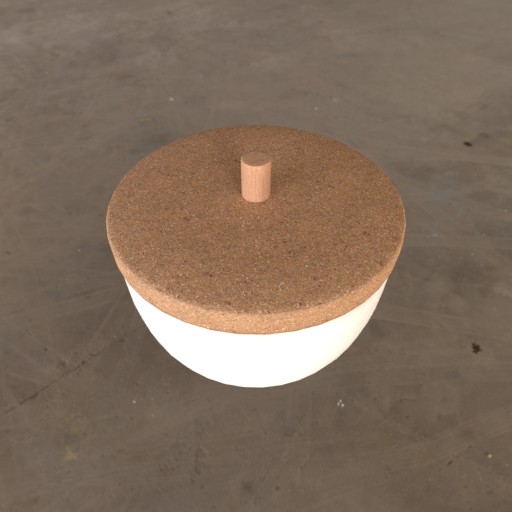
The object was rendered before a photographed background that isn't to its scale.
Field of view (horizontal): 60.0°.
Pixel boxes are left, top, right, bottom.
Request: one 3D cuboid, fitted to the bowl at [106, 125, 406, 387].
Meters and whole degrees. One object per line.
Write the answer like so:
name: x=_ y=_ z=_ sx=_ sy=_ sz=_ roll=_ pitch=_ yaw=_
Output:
bowl: x=0.000 y=0.000 z=0.215 sx=0.126 sy=0.110 sz=0.126 roll=0 pitch=45 yaw=0
